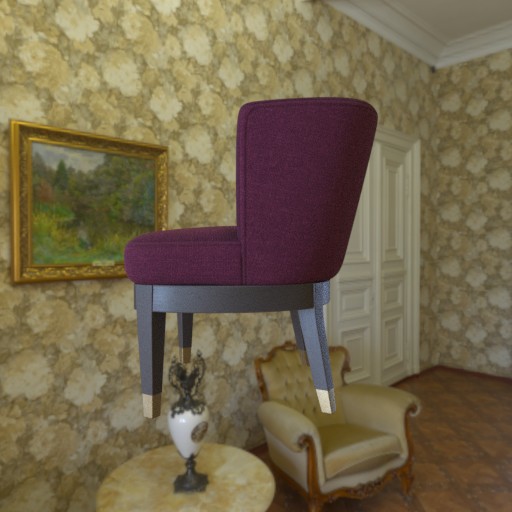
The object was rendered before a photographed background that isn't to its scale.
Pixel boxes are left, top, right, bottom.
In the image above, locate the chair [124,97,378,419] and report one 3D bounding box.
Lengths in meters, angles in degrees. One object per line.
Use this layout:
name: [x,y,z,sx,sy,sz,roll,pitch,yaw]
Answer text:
chair: [0.000,0.000,1.296,0.660,0.760,0.700,0,1,0]
